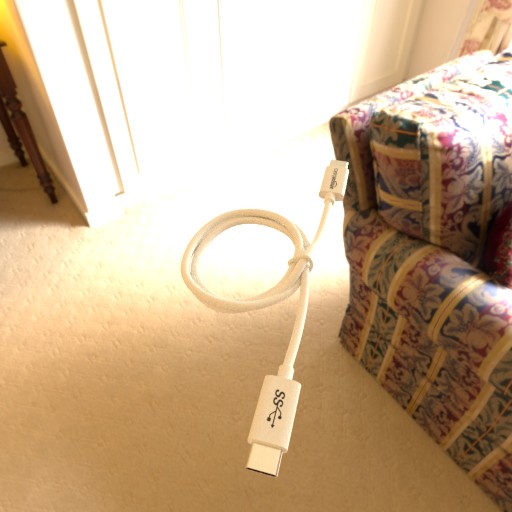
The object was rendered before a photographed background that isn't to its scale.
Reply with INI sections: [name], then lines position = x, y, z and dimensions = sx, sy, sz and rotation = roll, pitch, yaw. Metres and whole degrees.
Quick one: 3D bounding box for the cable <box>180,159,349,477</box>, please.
[cable]
position = 0.000, 0.000, 0.212
dimensions = 0.070, 0.014, 0.186
rotation = 11, 47, 10
